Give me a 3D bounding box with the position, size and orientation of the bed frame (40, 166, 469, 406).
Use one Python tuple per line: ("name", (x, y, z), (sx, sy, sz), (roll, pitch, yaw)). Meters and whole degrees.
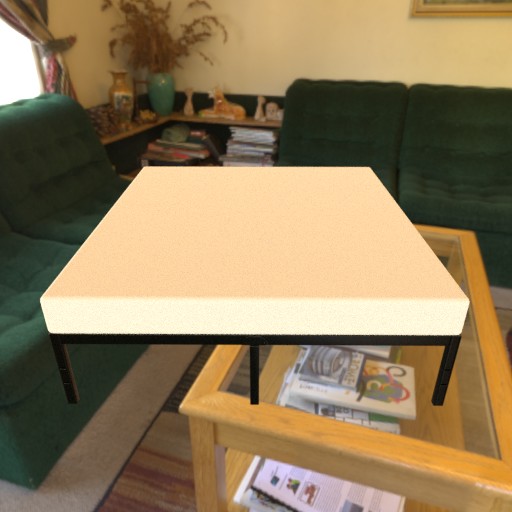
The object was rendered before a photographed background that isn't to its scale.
("bed frame", (0.000, 0.000, 3.058), (1.963, 0.659, 2.079), (0, 28, 0))
